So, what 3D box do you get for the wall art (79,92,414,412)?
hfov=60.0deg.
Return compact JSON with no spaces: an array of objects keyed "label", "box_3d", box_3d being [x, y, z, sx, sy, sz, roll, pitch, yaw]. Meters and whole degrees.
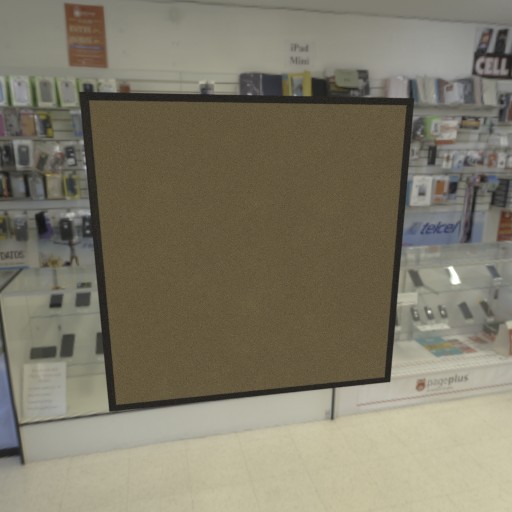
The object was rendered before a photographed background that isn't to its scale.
[{"label":"wall art","box_3d":[0.000,0.000,0.745,0.509,0.507,0.037,-3,15,-10]}]
